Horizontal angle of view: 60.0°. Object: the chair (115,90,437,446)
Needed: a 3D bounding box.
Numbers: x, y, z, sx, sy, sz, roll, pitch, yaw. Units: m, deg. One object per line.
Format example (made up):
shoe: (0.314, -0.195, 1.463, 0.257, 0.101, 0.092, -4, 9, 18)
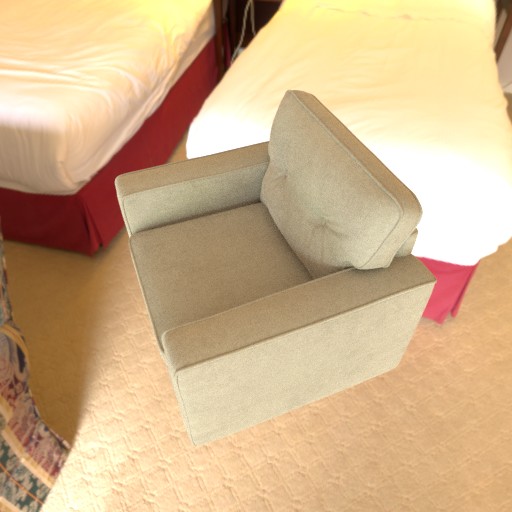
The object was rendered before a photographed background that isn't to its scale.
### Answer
chair: (0.000, 0.000, 1.798, 0.939, 0.965, 1.015, -16, 49, -15)
